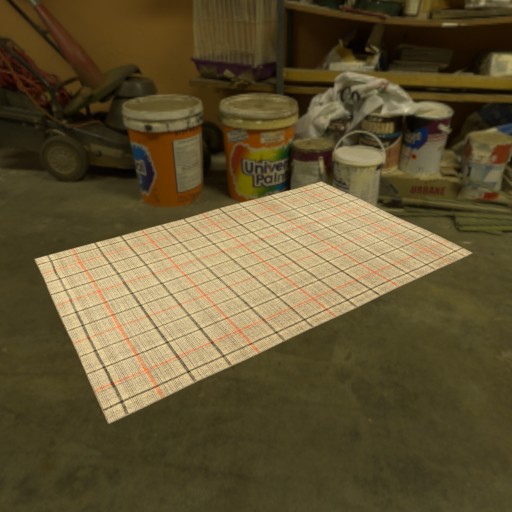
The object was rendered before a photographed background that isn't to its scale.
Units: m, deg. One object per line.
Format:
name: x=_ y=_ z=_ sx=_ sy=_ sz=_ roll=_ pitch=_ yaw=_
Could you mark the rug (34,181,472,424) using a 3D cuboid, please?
rug: x=0.000 y=0.000 z=2.905 sx=2.439 sy=0.015 sz=1.524 roll=-19 pitch=36 yaw=-28
